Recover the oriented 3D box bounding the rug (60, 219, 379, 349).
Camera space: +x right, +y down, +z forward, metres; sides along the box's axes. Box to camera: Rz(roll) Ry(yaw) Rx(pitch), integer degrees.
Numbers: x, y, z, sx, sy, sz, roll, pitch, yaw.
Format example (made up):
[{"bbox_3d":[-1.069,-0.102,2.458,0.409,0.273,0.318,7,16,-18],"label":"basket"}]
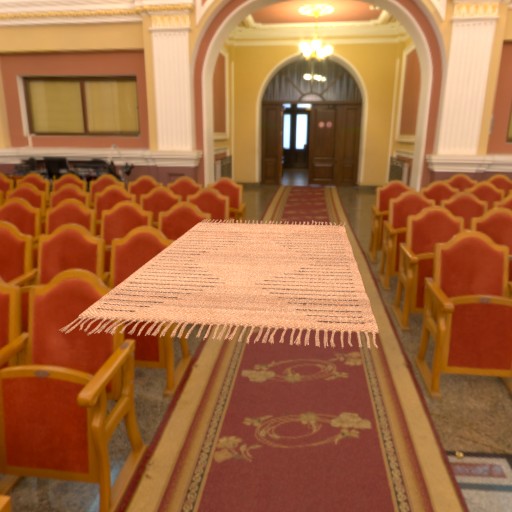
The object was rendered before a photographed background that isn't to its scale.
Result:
[{"bbox_3d":[0.000,0.000,2.000,0.905,0.017,1.718,2,15,7],"label":"rug"}]
